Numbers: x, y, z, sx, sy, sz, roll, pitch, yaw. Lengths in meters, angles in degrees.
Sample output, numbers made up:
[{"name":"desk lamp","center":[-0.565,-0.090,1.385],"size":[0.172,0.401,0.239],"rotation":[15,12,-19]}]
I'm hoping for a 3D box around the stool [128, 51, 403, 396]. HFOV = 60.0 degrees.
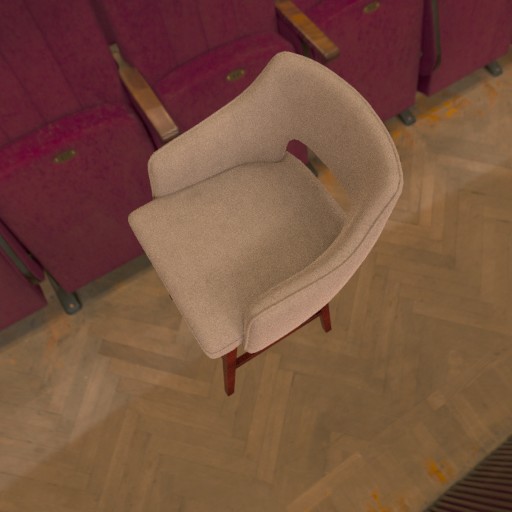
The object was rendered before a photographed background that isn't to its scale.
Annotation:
[{"name":"stool","center":[0.000,0.000,1.335],"size":[0.558,1.012,0.548],"rotation":[-30,69,-13]}]
